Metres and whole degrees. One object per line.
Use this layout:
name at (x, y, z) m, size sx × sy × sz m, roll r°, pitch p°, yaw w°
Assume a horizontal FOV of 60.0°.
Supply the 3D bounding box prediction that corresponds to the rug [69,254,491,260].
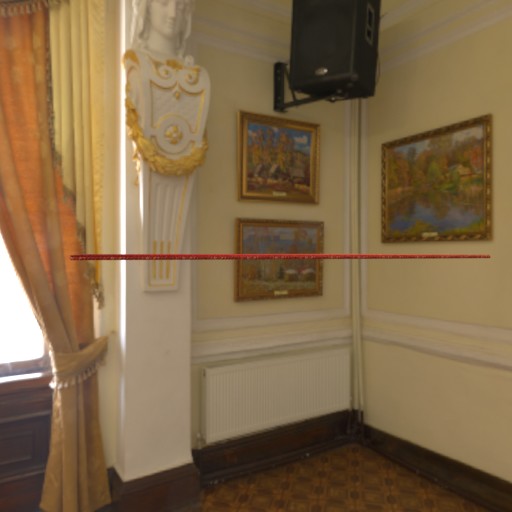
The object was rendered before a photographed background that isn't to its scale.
rug at (0.000, 0.000, 3.912) m, size 2.905 × 0.028 × 2.340 m, roll 0°, pitch 0°, yaw -19°
